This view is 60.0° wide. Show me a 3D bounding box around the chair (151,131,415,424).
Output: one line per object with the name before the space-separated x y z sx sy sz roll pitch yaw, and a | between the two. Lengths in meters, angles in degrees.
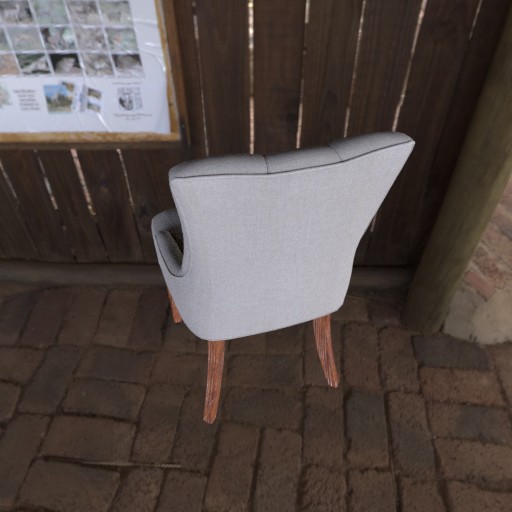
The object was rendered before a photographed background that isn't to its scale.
chair | 0.000 0.000 1.200 0.509 0.874 0.565 -12 43 -13
